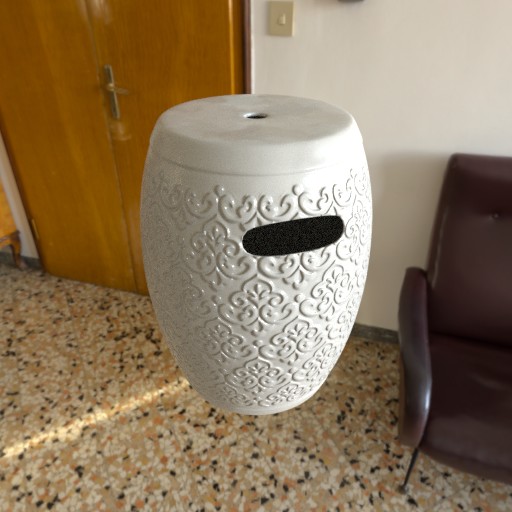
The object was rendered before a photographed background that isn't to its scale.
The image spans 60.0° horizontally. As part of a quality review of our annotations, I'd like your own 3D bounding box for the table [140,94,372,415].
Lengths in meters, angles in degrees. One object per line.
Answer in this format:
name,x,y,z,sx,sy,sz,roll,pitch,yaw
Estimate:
table,0.000,0.000,0.629,0.309,0.397,0.309,0,32,0
